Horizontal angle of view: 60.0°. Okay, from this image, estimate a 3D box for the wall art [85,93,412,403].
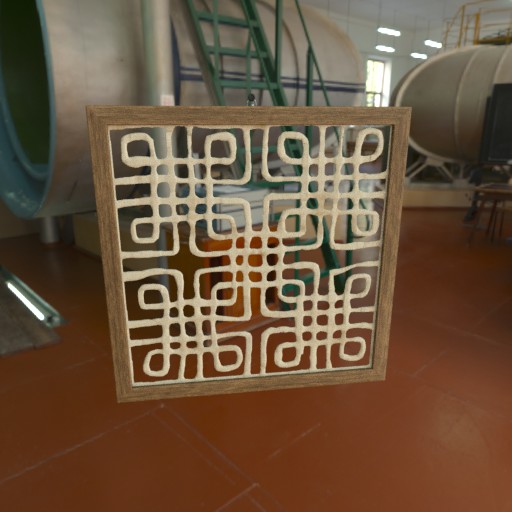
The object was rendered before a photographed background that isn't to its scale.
[{"bbox_3d":[0.000,0.000,0.843,0.561,0.582,0.021,-2,17,-8],"label":"wall art"}]
